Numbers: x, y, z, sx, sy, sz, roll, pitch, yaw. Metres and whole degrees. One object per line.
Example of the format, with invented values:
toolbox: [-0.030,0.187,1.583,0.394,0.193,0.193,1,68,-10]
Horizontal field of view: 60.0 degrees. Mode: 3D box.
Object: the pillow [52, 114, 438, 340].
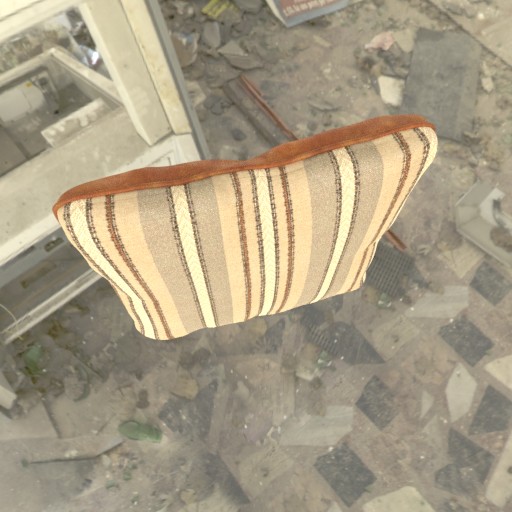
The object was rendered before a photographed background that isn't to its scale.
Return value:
pillow: [0.000,0.000,0.735,0.489,0.490,0.130,-13,64,-6]
